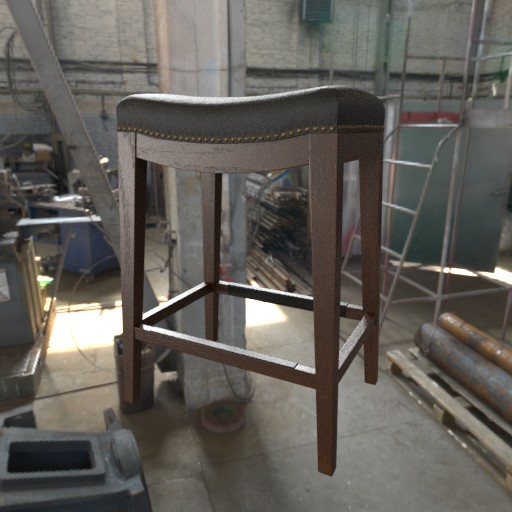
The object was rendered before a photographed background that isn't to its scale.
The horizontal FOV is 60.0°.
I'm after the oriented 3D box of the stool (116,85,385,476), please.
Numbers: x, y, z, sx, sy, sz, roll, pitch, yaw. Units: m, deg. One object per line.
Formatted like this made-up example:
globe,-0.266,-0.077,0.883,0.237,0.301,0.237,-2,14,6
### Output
stool,0.000,0.000,0.954,0.490,0.664,0.353,8,18,26
